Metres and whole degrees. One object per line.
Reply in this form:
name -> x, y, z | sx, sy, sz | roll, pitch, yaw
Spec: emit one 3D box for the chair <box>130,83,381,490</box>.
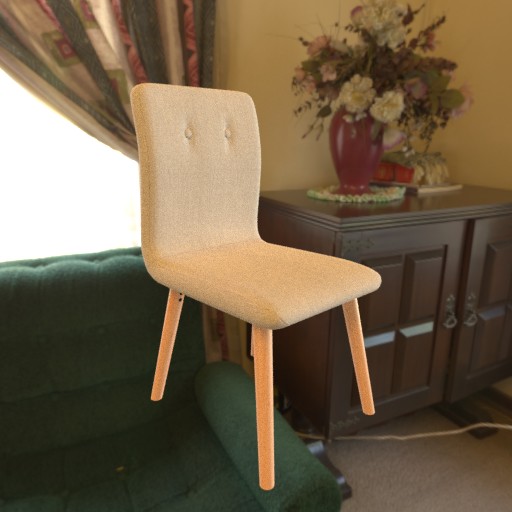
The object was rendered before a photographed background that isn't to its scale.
chair -> 0.000, 0.000, 1.187 | 0.435, 0.885, 0.550 | -13, 20, -41
